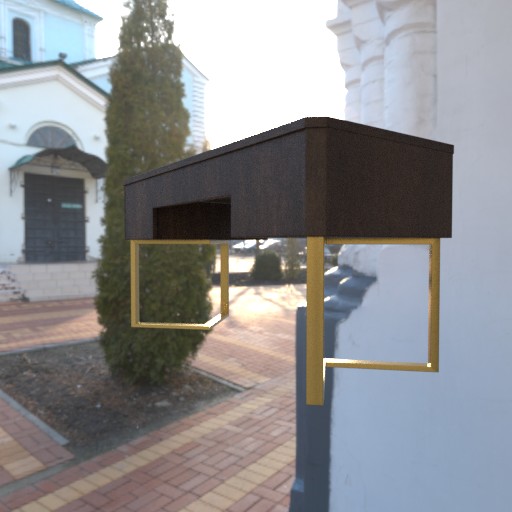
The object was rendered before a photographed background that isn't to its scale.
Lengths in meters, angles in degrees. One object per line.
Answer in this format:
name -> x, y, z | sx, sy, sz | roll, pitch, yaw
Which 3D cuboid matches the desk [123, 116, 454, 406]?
desk -> 0.000, 0.000, 1.921 | 0.684, 0.762, 1.479 | -1, 2, -35
